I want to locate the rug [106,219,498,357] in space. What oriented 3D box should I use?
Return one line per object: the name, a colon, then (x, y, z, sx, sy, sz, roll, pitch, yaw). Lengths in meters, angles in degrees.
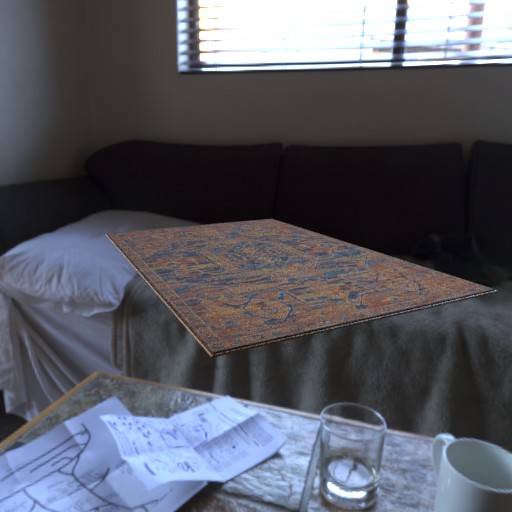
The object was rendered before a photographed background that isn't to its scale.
rug: (0.000, 0.000, 2.166, 1.148, 0.013, 1.758, -7, 16, -26)
